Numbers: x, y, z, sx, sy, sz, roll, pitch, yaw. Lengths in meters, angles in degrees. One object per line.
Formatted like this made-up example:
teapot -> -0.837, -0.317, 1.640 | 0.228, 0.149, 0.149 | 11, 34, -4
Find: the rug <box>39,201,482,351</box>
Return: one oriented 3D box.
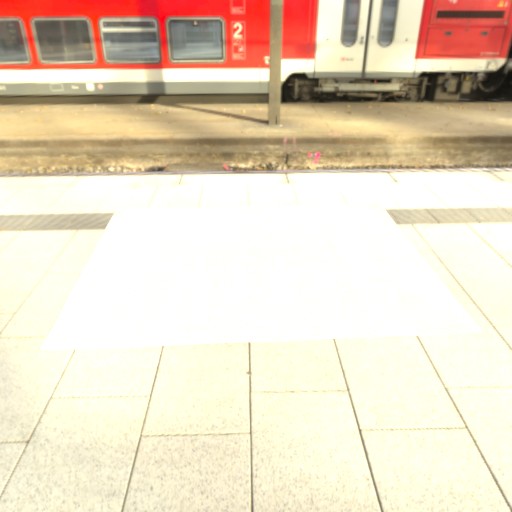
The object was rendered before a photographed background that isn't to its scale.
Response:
rug -> 0.000, 0.000, 3.867 | 2.897, 0.035, 2.277 | -2, 29, -3
